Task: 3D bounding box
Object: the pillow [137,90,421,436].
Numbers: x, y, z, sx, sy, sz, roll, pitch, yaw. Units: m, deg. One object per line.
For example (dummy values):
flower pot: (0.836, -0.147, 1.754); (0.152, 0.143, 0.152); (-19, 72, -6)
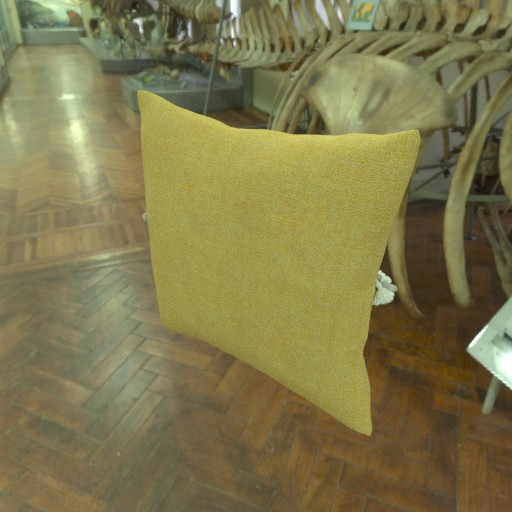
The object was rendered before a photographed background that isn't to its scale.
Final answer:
pillow: (0.000, 0.000, 0.729); (0.485, 0.481, 0.167); (20, 35, 32)
